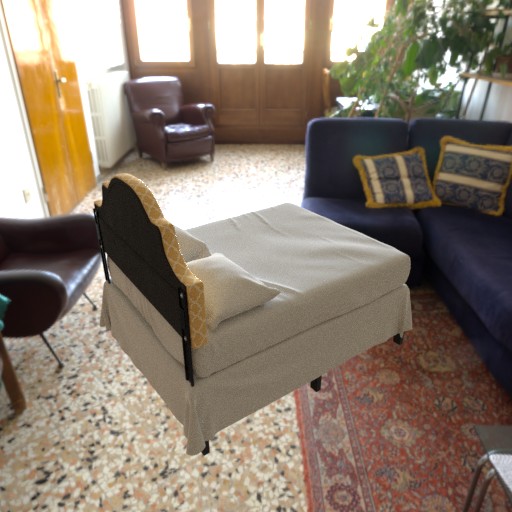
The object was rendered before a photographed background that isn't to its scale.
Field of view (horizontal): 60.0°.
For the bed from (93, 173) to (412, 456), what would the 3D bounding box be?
[{"bbox_3d":[0.000,0.000,3.544,2.222,1.633,1.780,-18,32,-31],"label":"bed"}]
